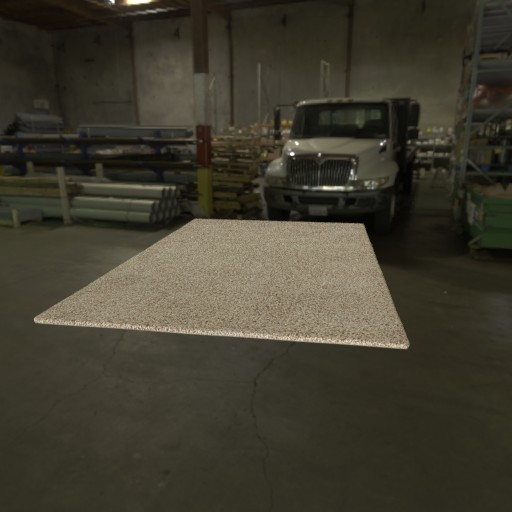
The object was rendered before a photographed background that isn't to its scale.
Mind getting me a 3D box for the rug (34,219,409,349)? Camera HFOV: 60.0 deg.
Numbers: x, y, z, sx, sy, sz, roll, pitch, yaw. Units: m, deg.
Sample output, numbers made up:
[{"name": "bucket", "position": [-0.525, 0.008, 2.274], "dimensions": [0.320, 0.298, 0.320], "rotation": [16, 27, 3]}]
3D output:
[{"name": "rug", "position": [0.000, 0.000, 3.338], "dimensions": [1.778, 0.030, 2.743], "rotation": [2, 15, 9]}]
